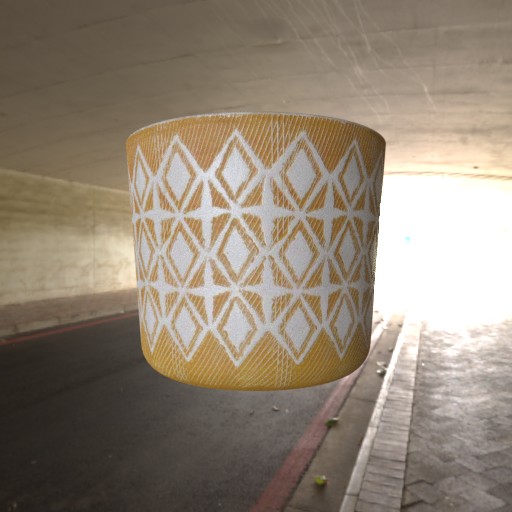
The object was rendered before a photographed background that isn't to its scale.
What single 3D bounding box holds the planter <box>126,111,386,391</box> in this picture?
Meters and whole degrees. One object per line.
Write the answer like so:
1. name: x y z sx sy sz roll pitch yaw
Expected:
1. planter: 0.000 0.000 0.344 0.193 0.165 0.193 0 1 0
